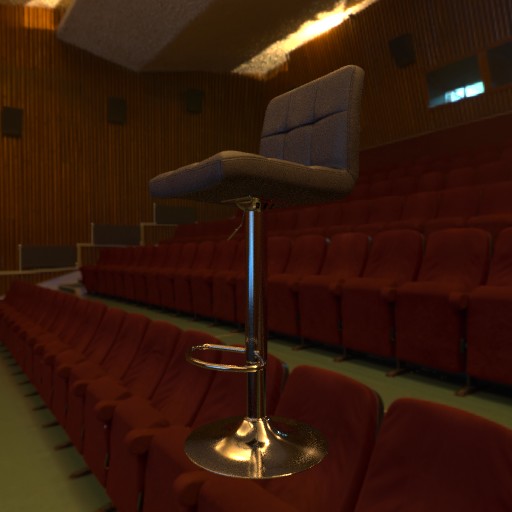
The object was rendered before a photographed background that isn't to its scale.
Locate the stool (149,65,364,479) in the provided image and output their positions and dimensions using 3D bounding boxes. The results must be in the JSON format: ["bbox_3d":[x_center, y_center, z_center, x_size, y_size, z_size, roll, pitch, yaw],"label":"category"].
[{"bbox_3d":[0.000,0.000,1.309,0.505,1.115,0.430,0,1,-36],"label":"stool"}]
